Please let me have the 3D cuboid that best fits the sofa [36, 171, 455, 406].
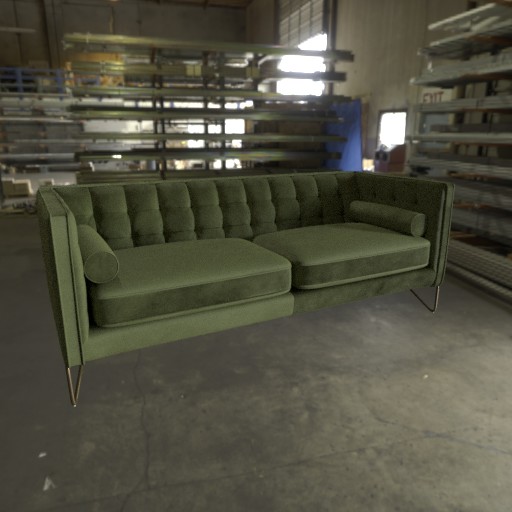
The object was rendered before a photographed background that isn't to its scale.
[{"bbox_3d":[0.000,0.000,2.437,2.087,0.789,0.867,-8,18,-27],"label":"sofa"}]
